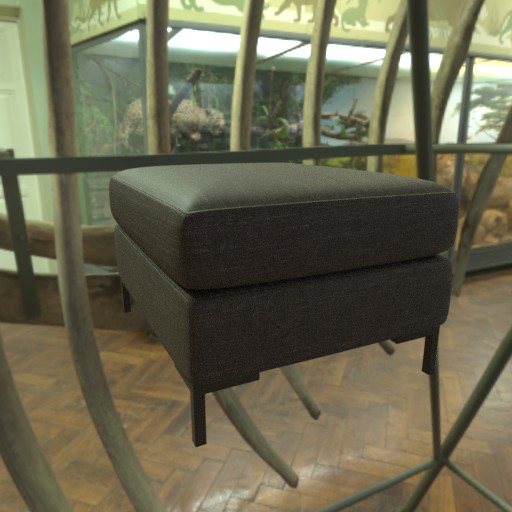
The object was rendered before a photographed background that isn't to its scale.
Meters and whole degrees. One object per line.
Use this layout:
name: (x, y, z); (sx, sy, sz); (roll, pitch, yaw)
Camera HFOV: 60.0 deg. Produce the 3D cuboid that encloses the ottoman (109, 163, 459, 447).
ottoman: (0.000, 0.000, 1.236); (0.671, 0.490, 0.820); (-7, 17, -25)
